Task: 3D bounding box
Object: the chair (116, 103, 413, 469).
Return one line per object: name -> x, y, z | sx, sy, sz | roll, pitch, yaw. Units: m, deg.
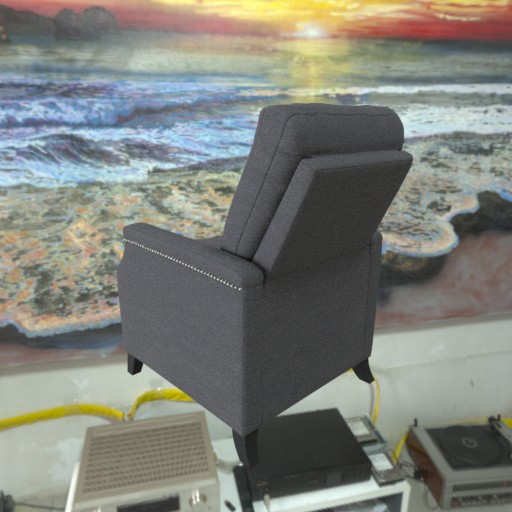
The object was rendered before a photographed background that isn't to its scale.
chair -> 0.000, 0.000, 1.635 | 0.710, 1.049, 0.922 | -16, 23, -42
